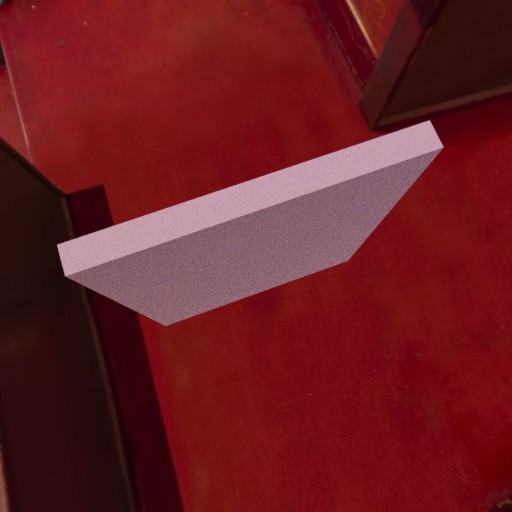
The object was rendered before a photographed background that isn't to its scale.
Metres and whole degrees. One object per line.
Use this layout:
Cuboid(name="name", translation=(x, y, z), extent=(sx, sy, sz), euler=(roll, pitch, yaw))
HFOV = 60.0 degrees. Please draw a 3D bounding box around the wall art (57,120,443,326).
Cuboid(name="wall art", translation=(0.000, 0.000, 0.769), extent=(0.451, 0.553, 0.039), euler=(-19, 76, -5))
